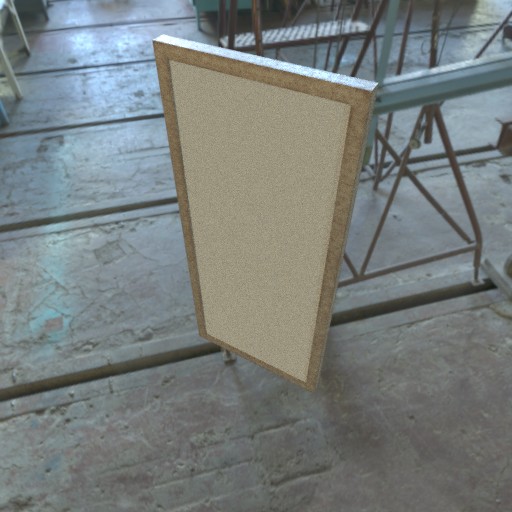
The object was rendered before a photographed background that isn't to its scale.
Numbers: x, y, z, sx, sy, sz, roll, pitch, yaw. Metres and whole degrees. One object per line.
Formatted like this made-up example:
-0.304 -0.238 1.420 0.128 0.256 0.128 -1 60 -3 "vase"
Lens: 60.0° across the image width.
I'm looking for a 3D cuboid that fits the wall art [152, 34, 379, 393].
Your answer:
0.000 0.000 1.677 0.648 1.461 0.051 22 49 20 "wall art"
